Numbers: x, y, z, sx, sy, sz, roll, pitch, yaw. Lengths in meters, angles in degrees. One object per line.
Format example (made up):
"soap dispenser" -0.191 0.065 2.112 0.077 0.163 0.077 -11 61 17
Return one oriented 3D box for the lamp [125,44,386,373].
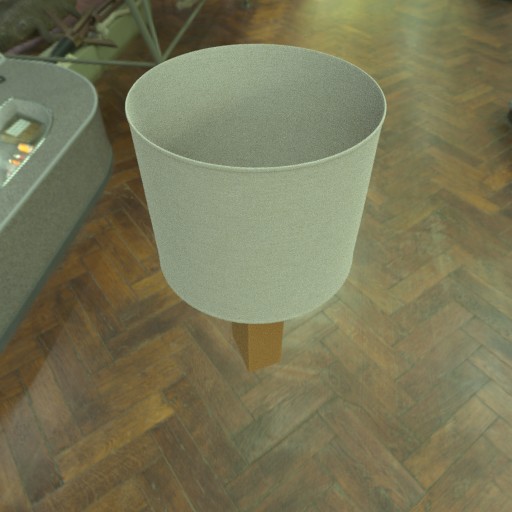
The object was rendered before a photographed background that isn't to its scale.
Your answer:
"lamp" 0.000 0.000 0.545 0.229 0.417 0.229 -16 48 -15
